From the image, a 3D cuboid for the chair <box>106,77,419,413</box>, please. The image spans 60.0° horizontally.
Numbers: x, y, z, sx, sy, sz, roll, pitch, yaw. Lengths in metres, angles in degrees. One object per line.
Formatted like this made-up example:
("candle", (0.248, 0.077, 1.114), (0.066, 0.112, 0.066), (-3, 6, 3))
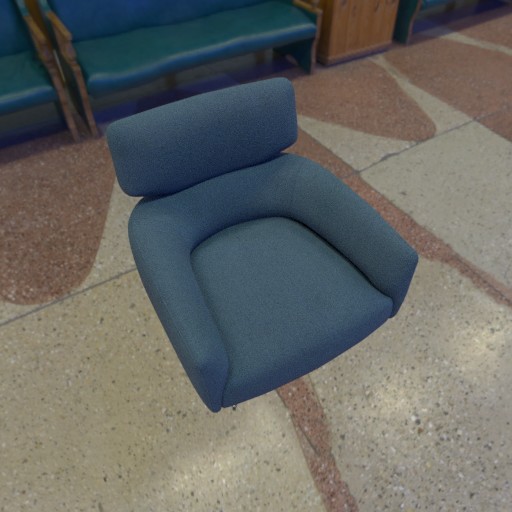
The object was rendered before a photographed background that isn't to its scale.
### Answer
("chair", (0.000, 0.000, 1.446), (0.738, 0.813, 0.761), (-23, 51, -20))
